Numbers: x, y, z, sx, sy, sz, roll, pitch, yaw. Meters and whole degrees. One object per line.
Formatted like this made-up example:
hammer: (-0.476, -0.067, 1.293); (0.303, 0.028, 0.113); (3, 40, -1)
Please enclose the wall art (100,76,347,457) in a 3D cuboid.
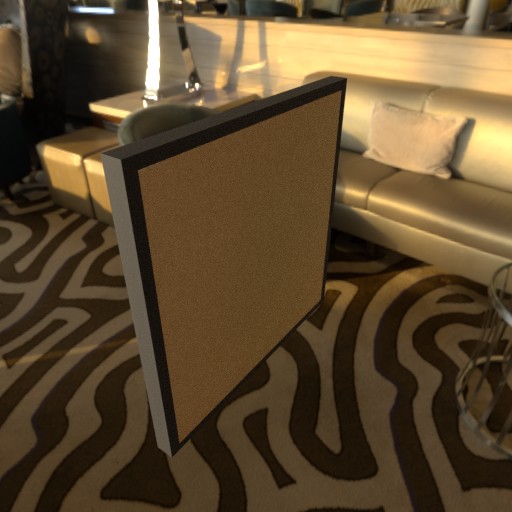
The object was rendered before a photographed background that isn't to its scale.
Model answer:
wall art: (0.000, 0.000, 0.767); (0.033, 0.507, 0.508); (22, 39, 30)
